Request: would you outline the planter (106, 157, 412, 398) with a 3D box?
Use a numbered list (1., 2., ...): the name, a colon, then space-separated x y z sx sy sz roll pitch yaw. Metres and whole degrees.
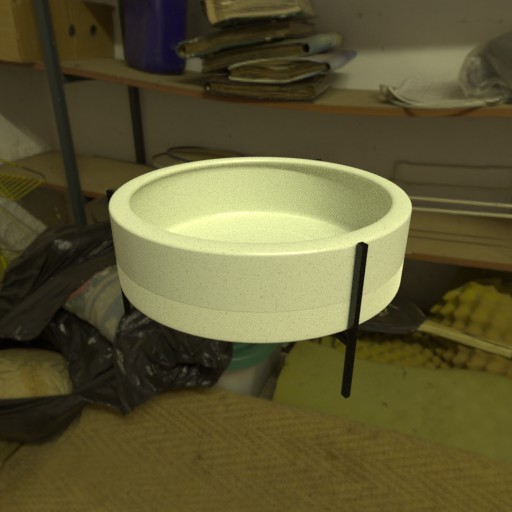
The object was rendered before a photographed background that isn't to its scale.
1. planter: 0.000 0.000 0.548 0.345 0.171 0.336 0 26 0
